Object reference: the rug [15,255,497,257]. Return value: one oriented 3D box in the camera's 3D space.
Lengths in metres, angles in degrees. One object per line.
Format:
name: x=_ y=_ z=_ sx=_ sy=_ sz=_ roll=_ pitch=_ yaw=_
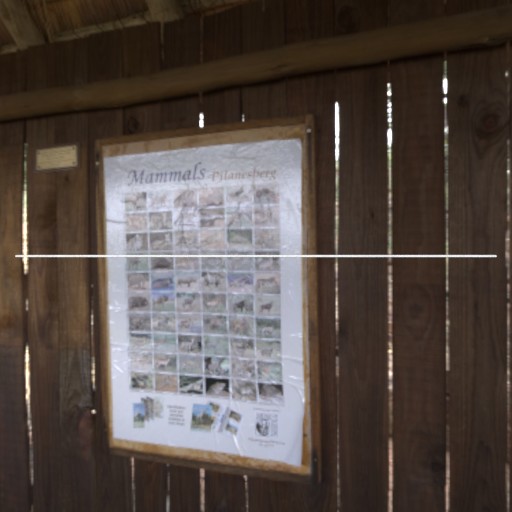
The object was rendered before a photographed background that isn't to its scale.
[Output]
rug: x=0.000 y=0.000 z=2.996 sx=2.435 sy=0.011 sz=1.517 roll=0 pitch=0 yaw=0
